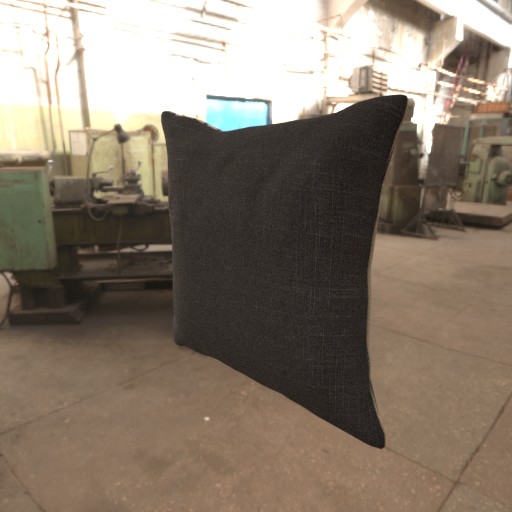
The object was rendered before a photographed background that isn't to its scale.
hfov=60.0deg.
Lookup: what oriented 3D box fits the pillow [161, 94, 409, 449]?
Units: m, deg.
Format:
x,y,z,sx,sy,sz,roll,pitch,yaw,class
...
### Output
x,y,z,sx,sy,sz,roll,pitch,yaw,class
0.000,0.000,0.680,0.138,0.444,0.468,-14,20,-43,pillow
